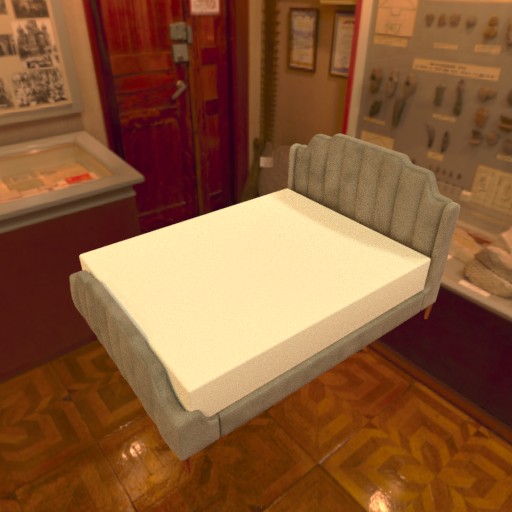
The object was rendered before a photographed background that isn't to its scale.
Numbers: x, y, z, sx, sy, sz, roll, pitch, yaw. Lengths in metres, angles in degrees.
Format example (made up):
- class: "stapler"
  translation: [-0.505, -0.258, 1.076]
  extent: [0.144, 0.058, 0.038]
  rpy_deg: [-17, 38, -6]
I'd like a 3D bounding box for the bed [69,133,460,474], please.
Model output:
- class: "bed"
  translation: [0.000, 0.000, 3.259]
  extent: [2.340, 1.245, 1.676]
  rpy_deg: [-22, 38, -31]
